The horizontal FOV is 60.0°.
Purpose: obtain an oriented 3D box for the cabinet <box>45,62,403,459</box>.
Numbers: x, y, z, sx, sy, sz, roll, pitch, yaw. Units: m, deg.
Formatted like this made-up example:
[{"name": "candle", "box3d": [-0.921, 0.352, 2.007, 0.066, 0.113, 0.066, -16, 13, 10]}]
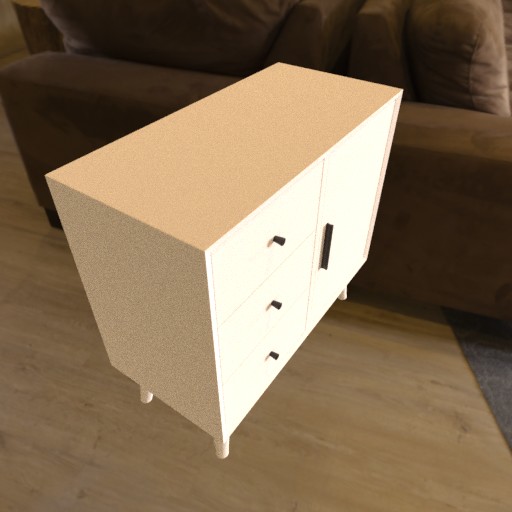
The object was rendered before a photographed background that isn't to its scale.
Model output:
[{"name": "cabinet", "box3d": [0.000, 0.000, 1.229, 0.398, 0.761, 0.800, 24, 46, 26]}]
